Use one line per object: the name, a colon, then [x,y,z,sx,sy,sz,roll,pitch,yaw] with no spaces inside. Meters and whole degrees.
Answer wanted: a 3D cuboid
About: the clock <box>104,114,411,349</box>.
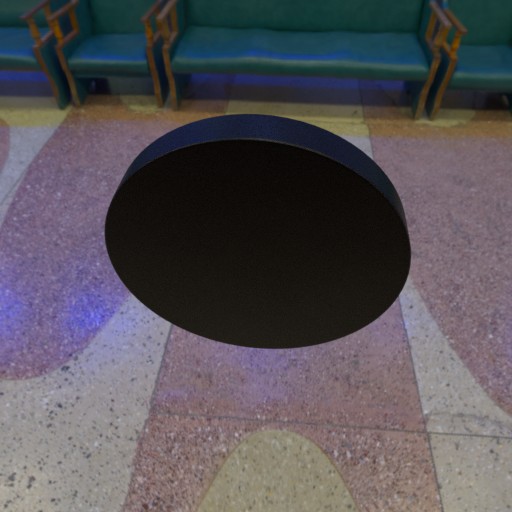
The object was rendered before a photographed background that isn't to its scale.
clock: [0.000,0.000,0.477,0.314,0.314,0.040,4,47,4]
